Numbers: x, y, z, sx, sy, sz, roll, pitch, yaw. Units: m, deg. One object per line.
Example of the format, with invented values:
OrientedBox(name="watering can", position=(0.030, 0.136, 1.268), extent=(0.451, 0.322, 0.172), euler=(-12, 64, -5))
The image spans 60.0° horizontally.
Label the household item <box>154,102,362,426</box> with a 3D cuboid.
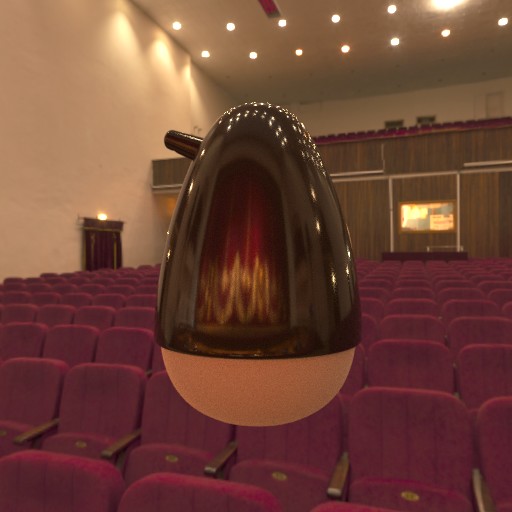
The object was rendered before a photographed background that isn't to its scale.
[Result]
OrientedBox(name="household item", position=(0.000, 0.000, 0.223), extent=(0.104, 0.152, 0.102), euler=(0, -1, 20))
